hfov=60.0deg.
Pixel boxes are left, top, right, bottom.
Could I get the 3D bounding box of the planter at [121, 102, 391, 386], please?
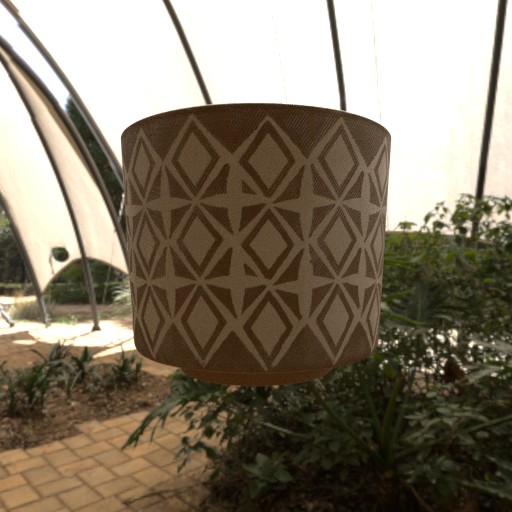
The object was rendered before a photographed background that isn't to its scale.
[{"bbox_3d":[0.000,0.000,0.445,0.260,0.220,0.260,0,0,0],"label":"planter"}]
